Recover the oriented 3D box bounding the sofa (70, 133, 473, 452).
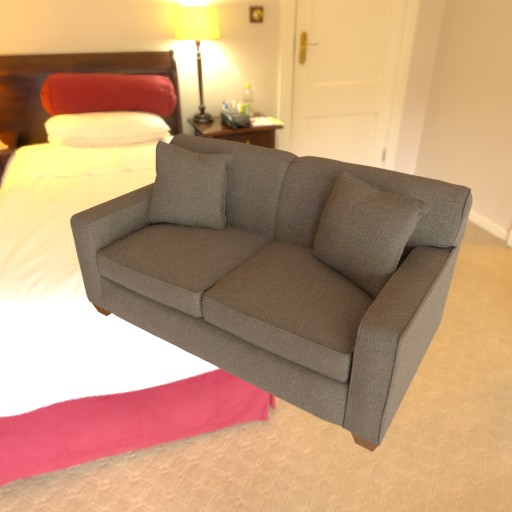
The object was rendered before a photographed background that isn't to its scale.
[{"bbox_3d":[0.000,0.000,2.376,1.846,0.958,1.000,18,34,29],"label":"sofa"}]
